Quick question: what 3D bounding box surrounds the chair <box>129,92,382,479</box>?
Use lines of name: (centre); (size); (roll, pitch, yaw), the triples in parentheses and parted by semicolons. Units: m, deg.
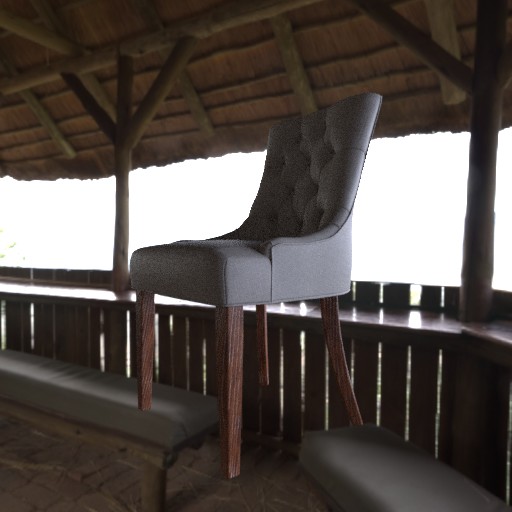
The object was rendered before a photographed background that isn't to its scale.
chair: (0.000, 0.000, 1.205); (0.565, 0.874, 0.509); (-1, 2, -36)
